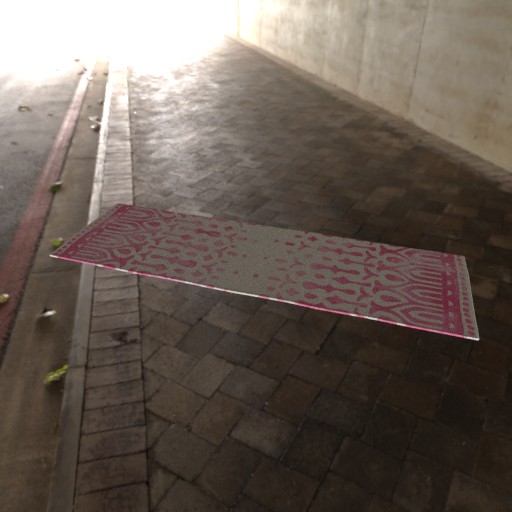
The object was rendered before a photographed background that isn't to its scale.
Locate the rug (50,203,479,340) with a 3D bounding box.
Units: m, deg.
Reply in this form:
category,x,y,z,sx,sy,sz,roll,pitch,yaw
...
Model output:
category,x,y,z,sx,sy,sz,roll,pitch,yaw
rug,0.000,0.000,2.717,2.458,0.011,0.787,10,33,15
